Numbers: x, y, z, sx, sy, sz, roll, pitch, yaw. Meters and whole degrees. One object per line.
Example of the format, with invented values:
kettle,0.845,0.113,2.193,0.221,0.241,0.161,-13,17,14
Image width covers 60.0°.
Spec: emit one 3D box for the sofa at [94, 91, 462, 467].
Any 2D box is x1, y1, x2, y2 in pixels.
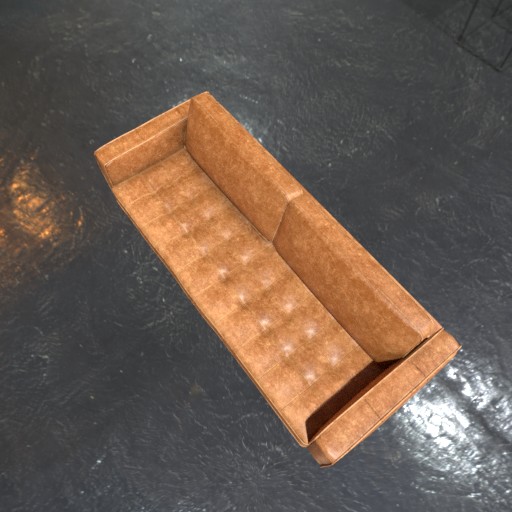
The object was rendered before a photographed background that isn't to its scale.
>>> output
sofa,0.000,0.000,2.580,0.886,0.779,2.199,-34,68,-16
